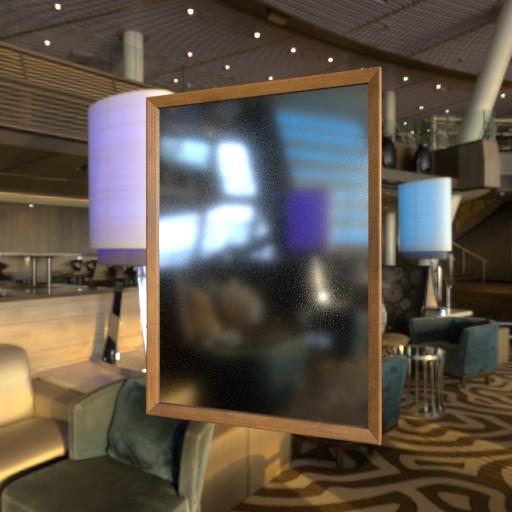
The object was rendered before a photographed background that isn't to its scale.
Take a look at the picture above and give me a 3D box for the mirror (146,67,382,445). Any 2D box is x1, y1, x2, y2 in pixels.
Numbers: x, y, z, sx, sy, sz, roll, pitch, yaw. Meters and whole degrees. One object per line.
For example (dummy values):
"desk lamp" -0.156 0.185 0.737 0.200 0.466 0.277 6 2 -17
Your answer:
"mirror" 0.000 0.000 0.930 0.508 0.711 0.039 0 0 19
